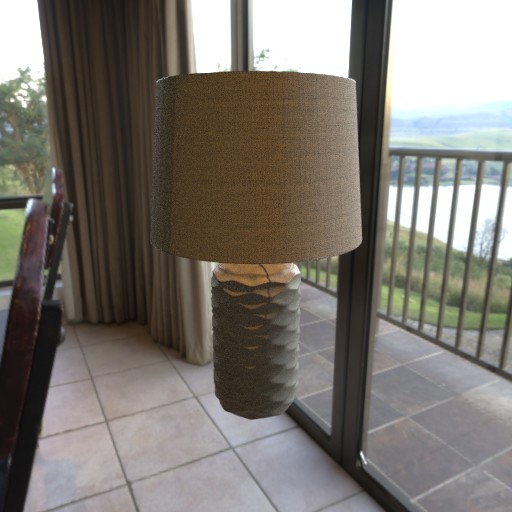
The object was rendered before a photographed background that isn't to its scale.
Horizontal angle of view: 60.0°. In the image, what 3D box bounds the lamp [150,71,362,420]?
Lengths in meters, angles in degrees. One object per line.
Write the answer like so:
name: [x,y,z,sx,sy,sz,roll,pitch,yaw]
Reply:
lamp: [0.000,0.000,0.817,0.376,0.594,0.376,0,15,0]
